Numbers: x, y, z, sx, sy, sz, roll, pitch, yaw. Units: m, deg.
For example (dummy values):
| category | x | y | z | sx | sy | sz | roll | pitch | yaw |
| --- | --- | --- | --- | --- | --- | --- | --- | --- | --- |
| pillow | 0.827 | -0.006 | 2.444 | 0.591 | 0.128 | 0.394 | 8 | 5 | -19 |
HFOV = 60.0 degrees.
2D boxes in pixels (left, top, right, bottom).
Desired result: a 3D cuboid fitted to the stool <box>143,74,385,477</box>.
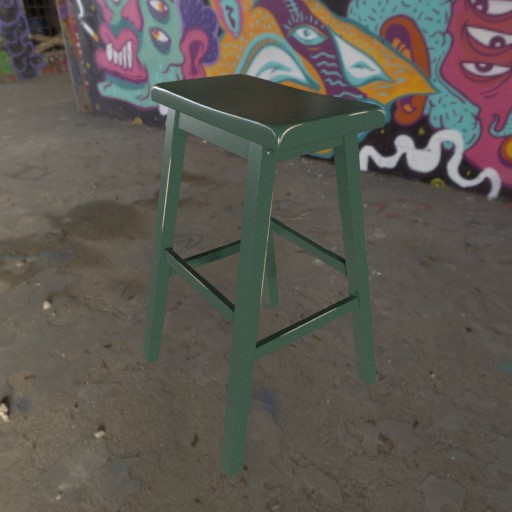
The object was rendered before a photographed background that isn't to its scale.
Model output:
| category | x | y | z | sx | sy | sz | roll | pitch | yaw |
| --- | --- | --- | --- | --- | --- | --- | --- | --- | --- |
| stool | 0.000 | 0.000 | 1.051 | 0.476 | 0.737 | 0.457 | -20 | 37 | -30 |
